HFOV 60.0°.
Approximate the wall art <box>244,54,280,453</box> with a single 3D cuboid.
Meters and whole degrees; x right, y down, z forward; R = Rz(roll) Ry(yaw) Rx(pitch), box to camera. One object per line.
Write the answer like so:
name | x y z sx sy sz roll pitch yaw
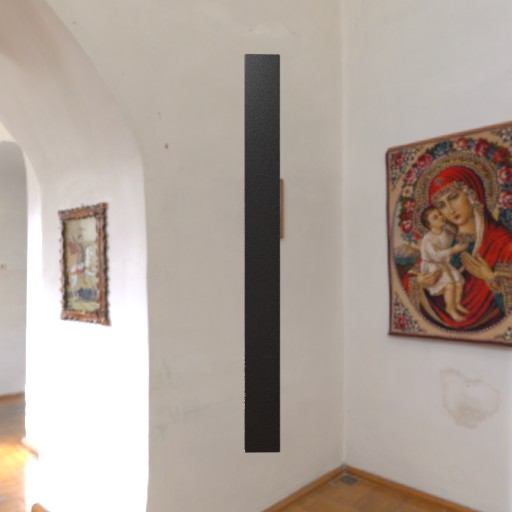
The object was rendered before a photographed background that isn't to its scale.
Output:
wall art | 0.000 0.000 1.180 0.058 0.640 0.939 0 -1 -1
